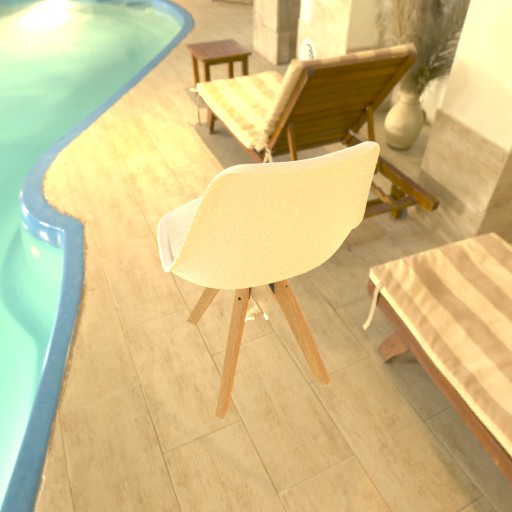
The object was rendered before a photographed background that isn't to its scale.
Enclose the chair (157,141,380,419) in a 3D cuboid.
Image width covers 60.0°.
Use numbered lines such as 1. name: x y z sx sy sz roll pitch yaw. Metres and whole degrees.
1. chair: 0.000 0.000 1.164 0.485 0.849 0.550 -13 43 -15
